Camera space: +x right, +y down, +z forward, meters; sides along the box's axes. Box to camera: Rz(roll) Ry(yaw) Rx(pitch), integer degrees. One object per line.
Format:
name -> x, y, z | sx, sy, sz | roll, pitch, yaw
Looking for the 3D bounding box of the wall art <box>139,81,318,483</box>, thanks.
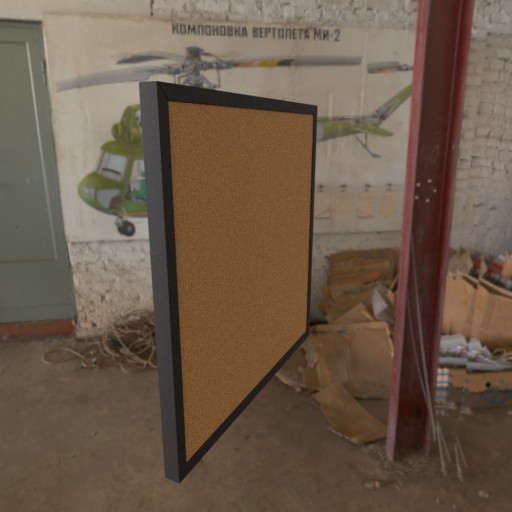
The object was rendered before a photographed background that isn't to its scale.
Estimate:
wall art -> 0.000, 0.000, 1.130 | 0.037, 0.763, 0.763 | 8, 17, 26
